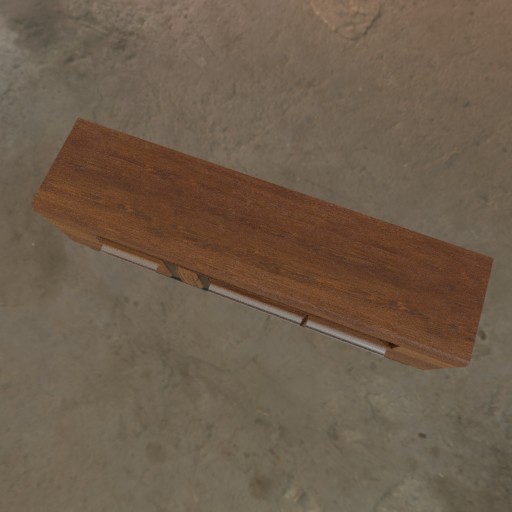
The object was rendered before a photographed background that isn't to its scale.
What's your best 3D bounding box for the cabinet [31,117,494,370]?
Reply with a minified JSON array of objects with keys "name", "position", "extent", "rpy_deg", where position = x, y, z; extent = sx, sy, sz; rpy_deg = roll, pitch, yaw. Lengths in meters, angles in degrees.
[{"name":"cabinet","position":[0.000,0.000,1.801],"extent":[1.600,0.510,0.419],"rpy_deg":[20,75,6]}]
